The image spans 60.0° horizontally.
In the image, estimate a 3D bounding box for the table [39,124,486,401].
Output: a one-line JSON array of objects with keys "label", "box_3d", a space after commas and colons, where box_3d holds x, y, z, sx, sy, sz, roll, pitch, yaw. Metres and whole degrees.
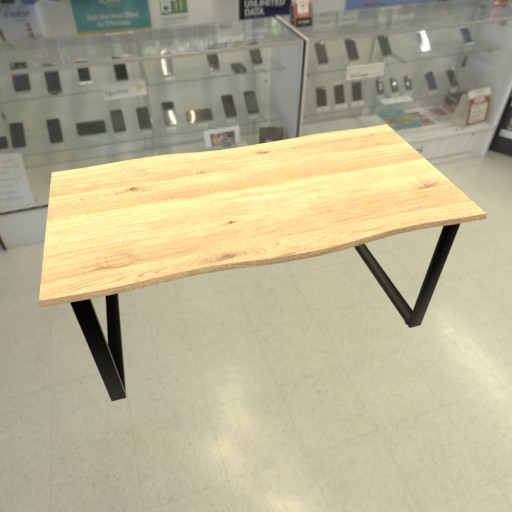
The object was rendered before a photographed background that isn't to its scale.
[{"label": "table", "box_3d": [0.000, 0.000, 2.256, 1.800, 0.780, 0.900, -11, 43, -12]}]
